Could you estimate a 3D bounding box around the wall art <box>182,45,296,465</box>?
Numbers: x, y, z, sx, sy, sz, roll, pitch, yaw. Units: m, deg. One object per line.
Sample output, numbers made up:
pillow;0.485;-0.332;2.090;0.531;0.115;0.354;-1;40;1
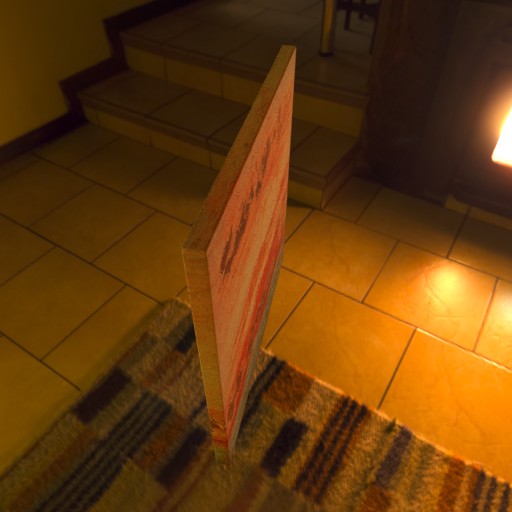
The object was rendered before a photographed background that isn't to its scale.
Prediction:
wall art;0.000;0.000;1.101;0.035;0.747;0.747;9;46;9
